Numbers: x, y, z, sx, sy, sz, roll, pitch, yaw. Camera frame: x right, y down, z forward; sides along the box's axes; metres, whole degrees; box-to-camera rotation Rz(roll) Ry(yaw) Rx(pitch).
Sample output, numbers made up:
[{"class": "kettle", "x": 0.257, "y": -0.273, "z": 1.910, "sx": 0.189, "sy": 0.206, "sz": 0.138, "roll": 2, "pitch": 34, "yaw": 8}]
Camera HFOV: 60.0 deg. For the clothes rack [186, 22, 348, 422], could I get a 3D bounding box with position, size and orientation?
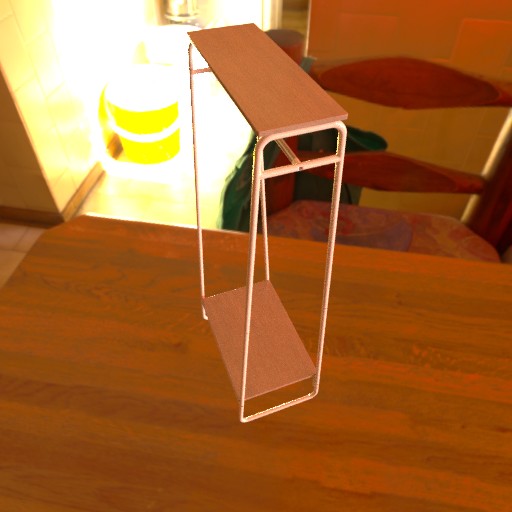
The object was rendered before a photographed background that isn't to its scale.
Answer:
[{"class": "clothes rack", "x": 0.000, "y": 0.000, "z": 1.768, "sx": 0.400, "sy": 1.512, "sz": 0.640, "roll": -15, "pitch": 48, "yaw": -14}]
